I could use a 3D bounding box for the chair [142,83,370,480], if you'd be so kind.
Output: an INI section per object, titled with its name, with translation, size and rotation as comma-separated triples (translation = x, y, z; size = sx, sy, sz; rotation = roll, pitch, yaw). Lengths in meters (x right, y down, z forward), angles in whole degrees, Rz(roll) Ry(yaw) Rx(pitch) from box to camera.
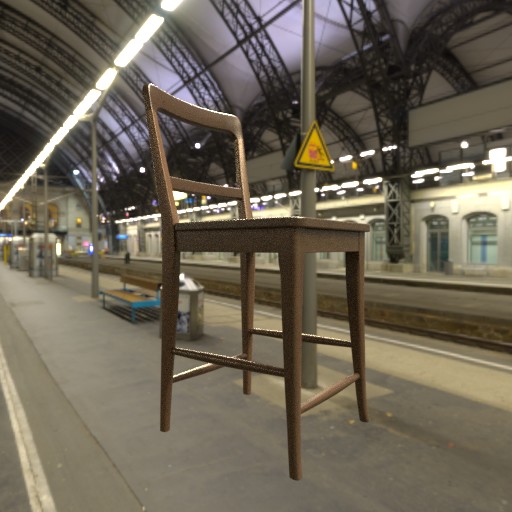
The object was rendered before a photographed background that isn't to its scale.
[chair]
translation = 0.000, 0.000, 1.302
size = 0.546, 0.991, 0.450
rotation = 1, 1, 36
